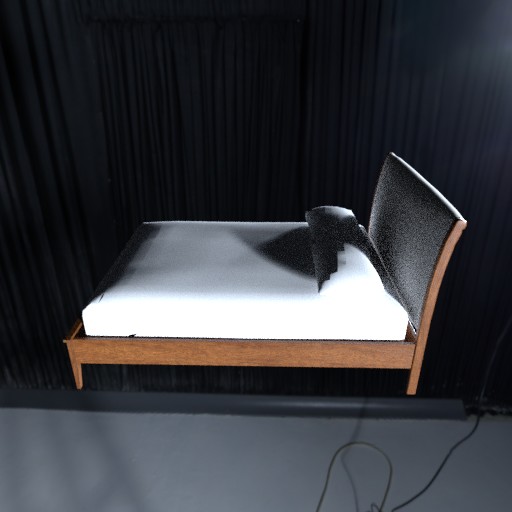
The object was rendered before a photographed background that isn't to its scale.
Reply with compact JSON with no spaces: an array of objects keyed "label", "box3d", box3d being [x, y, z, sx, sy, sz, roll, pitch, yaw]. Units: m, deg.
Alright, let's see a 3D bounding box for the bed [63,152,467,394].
[{"label":"bed","box3d":[0.000,0.000,3.382,2.380,1.250,1.612,1,26,1]}]
